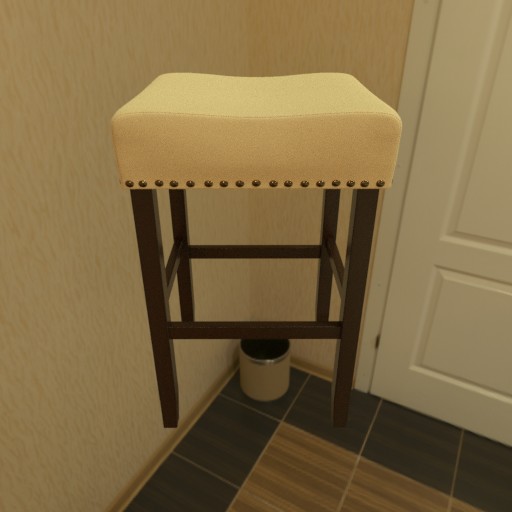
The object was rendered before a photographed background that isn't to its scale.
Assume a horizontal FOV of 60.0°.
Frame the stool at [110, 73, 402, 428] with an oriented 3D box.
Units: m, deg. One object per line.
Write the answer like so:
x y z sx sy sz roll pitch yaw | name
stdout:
0.000 0.000 1.050 0.471 0.762 0.401 0 30 0 | stool
